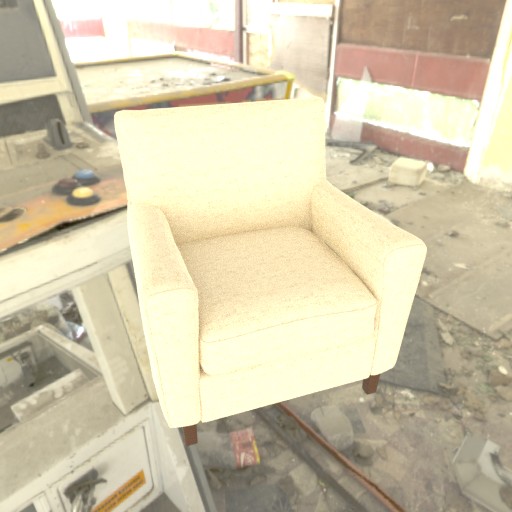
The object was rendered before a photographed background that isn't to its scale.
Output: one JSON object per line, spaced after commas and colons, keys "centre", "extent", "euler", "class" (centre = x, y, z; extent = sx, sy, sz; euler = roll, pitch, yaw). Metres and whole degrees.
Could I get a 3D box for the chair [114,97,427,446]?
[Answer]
{"centre": [0.000, 0.000, 1.628], "extent": [0.870, 0.943, 0.823], "euler": [-10, 32, -16], "class": "chair"}
